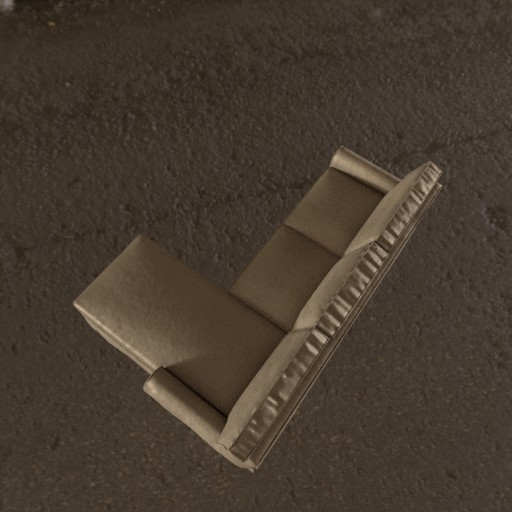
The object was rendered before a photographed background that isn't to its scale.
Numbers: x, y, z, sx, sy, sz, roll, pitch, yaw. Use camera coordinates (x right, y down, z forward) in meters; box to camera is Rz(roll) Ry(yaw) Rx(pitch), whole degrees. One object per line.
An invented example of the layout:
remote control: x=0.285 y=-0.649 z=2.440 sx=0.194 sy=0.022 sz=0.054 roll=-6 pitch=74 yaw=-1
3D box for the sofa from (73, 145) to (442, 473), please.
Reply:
sofa: x=0.000 y=0.000 z=3.363 sx=1.733 sy=0.978 sz=2.475 roll=33 pitch=67 yaw=16
